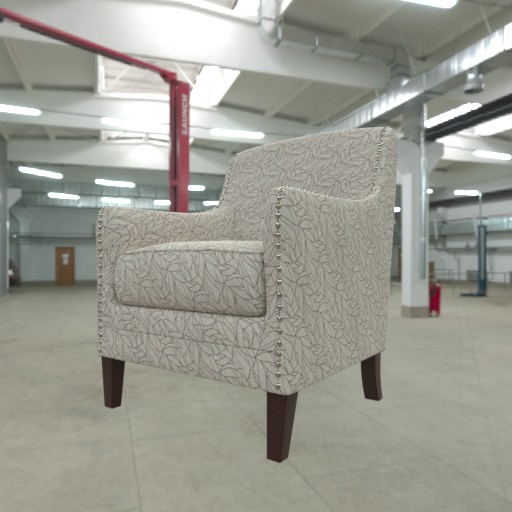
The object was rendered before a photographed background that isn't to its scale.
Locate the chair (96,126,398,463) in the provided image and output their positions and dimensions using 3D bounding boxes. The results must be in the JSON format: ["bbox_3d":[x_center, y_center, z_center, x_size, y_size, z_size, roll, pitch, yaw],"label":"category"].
[{"bbox_3d":[0.000,0.000,1.284,0.623,0.816,0.651,0,0,36],"label":"chair"}]
